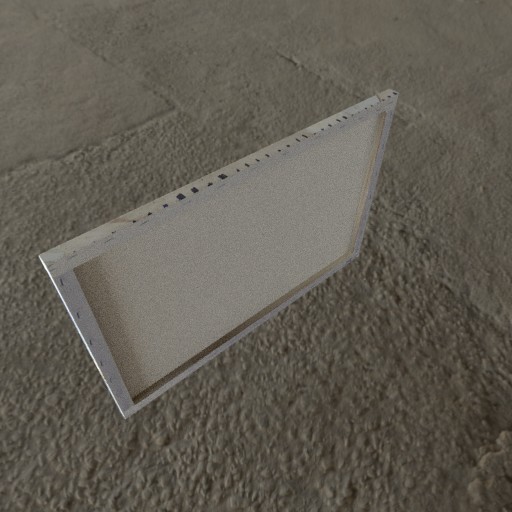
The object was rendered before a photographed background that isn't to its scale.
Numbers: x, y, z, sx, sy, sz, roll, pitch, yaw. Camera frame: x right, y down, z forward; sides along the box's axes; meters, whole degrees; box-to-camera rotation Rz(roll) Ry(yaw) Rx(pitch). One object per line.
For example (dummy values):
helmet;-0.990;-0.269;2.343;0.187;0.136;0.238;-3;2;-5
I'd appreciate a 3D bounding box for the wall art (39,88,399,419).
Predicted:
wall art;0.000;0.000;1.435;1.143;0.757;0.038;-31;54;-26
